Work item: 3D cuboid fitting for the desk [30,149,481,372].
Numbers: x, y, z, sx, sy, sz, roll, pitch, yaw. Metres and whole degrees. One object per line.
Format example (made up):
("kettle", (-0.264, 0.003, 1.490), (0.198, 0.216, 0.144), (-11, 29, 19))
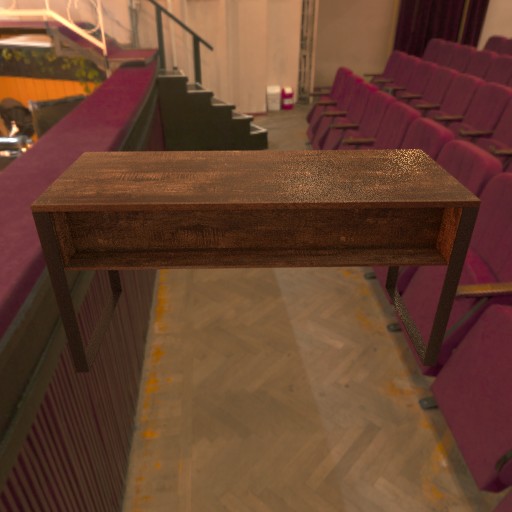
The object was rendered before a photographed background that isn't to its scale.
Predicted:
("desk", (0.000, 0.000, 1.946), (1.524, 0.762, 0.599), (-1, 30, -1))
